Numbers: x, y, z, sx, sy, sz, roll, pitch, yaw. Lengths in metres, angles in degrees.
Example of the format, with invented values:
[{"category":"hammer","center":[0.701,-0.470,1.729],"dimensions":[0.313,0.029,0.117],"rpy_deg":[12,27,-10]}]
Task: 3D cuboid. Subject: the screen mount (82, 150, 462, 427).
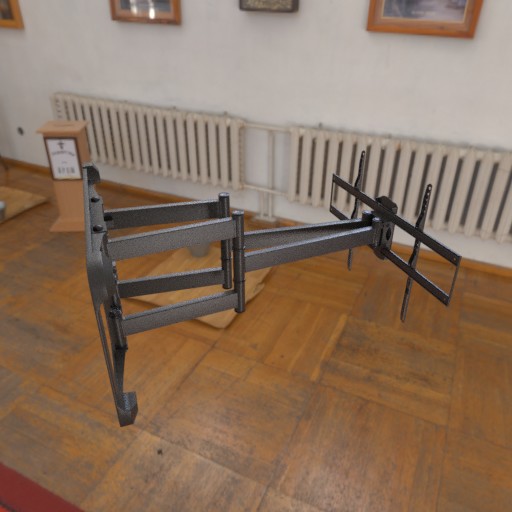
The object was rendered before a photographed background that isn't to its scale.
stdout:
[{"category":"screen mount","center":[0.000,0.000,1.345],"dimensions":[0.905,0.483,0.725],"rpy_deg":[-10,31,-17]}]
